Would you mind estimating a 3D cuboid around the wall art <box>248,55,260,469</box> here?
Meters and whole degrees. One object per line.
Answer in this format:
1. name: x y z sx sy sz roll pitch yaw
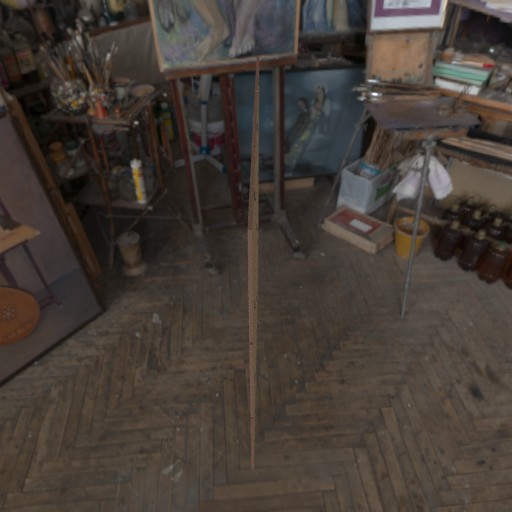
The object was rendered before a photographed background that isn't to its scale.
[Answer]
1. wall art: 0.000 0.000 2.320 0.019 1.532 1.533 1 41 1
